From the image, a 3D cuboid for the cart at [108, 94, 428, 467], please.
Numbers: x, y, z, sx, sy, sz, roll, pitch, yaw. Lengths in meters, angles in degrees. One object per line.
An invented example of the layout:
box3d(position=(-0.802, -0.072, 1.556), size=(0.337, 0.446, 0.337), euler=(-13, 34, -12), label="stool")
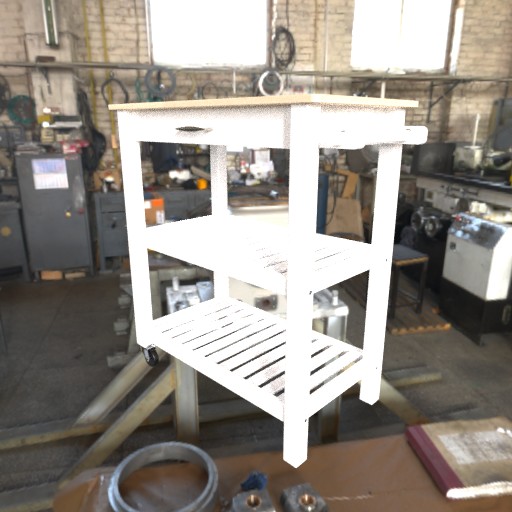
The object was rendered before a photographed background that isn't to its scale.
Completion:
box3d(position=(0.000, 0.000, 1.418), size=(0.899, 0.927, 0.457), euler=(16, 23, 42), label="cart")
